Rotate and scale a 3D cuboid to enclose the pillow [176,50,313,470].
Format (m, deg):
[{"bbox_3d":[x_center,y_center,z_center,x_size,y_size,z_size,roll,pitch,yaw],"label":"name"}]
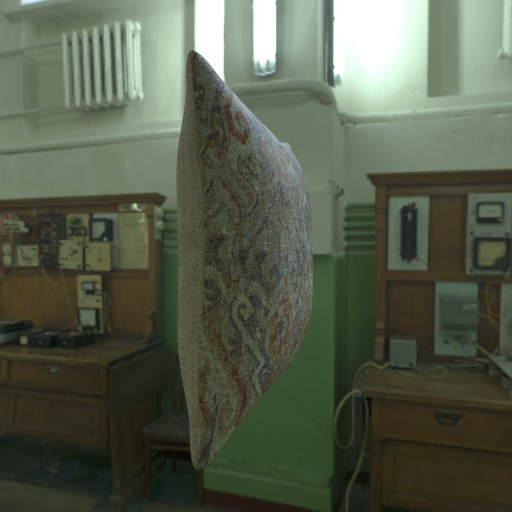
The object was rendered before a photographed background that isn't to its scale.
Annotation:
[{"bbox_3d":[0.000,0.000,0.774,0.166,0.506,0.523,0,1,17],"label":"pillow"}]
